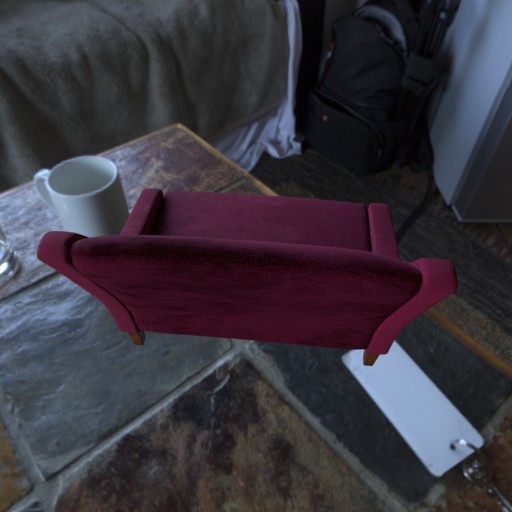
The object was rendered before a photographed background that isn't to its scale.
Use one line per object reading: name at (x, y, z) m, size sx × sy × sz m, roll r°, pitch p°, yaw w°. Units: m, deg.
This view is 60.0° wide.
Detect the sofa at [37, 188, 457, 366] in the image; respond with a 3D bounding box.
sofa at (0.000, 0.000, 1.930) m, size 1.242 × 0.976 × 0.946 m, roll 4°, pitch 49°, yaw 4°
